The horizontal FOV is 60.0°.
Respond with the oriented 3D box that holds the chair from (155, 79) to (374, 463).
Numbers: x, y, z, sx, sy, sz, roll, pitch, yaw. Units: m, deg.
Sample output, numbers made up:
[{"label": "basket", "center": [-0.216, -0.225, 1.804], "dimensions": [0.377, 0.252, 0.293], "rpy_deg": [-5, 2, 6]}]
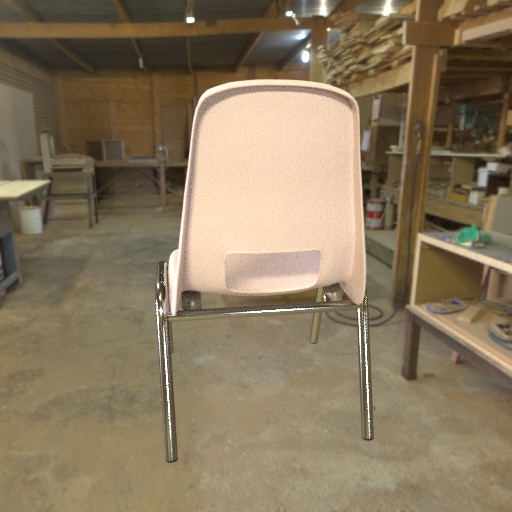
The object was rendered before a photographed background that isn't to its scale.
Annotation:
[{"label": "chair", "center": [0.000, 0.000, 0.777], "dimensions": [0.354, 0.537, 0.385], "rpy_deg": [-2, 15, -9]}]
